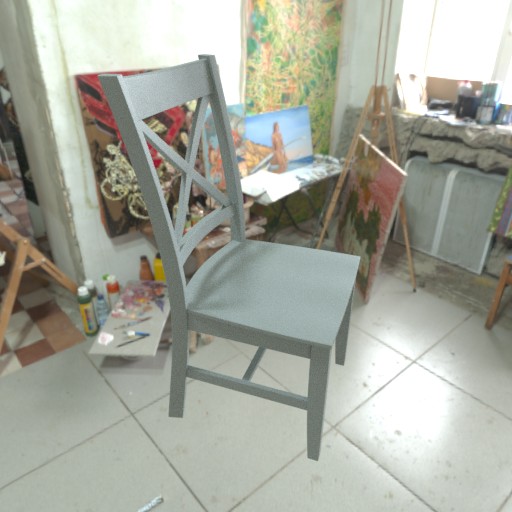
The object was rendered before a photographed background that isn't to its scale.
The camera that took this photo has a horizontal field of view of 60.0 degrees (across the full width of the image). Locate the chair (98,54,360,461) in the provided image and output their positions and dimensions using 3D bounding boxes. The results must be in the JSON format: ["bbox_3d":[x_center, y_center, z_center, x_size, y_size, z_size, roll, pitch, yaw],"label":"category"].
[{"bbox_3d":[0.000,0.000,1.245,0.542,0.983,0.485,10,31,17],"label":"chair"}]
